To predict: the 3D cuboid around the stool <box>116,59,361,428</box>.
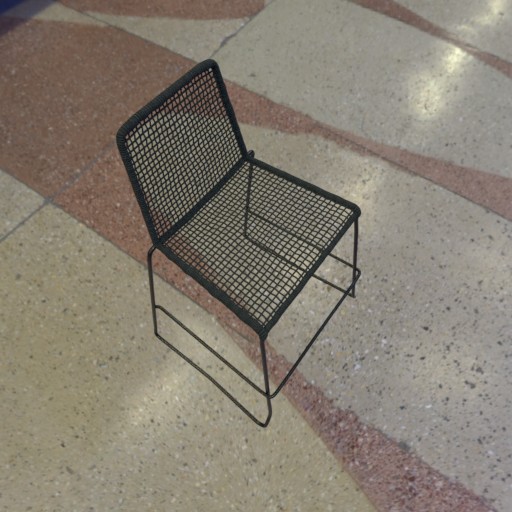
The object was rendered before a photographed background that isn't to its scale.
[{"bbox_3d":[0.000,0.000,1.245,0.509,0.905,0.590,32,64,18],"label":"stool"}]
